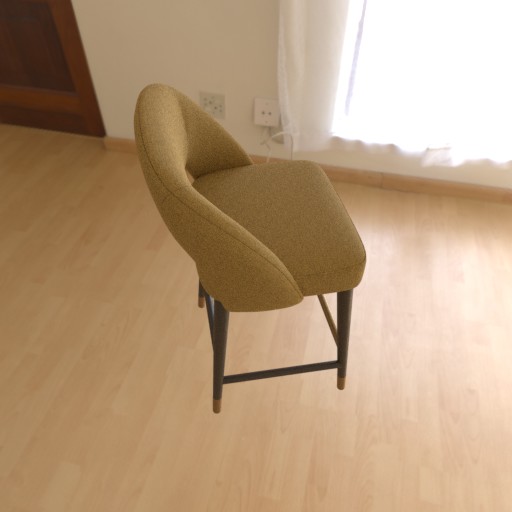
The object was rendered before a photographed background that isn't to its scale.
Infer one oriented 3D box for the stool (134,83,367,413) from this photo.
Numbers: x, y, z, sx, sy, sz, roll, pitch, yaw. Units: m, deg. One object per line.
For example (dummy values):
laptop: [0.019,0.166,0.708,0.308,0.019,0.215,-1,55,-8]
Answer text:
stool: [0.000,0.000,1.279,0.522,0.939,0.536,-8,46,-8]
